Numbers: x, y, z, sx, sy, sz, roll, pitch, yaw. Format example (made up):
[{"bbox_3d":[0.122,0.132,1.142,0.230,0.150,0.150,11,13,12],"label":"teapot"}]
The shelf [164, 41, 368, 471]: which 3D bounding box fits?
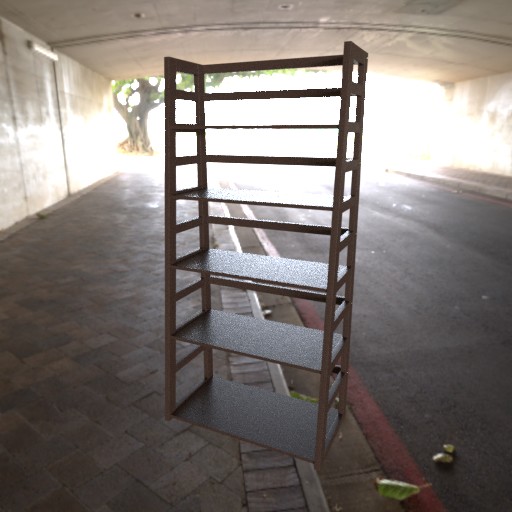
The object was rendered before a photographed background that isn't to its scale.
[{"bbox_3d":[0.000,0.000,1.893,0.763,1.600,0.403,7,17,25],"label":"shelf"}]
